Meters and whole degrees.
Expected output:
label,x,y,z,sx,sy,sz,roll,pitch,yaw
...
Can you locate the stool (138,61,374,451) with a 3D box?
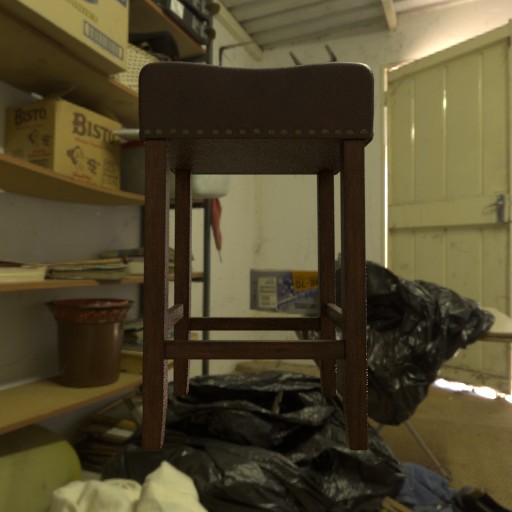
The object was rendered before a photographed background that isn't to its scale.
label,x,y,z,sx,sy,sz,roll,pitch,yaw
stool,0.000,0.000,1.058,0.465,0.769,0.401,0,0,0
